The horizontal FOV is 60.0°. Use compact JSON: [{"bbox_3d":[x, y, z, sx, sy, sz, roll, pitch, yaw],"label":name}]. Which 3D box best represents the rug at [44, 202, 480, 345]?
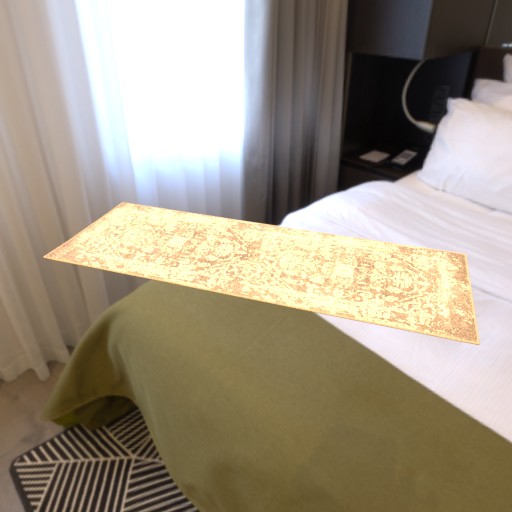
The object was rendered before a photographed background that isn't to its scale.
[{"bbox_3d":[0.000,0.000,2.712,2.452,0.017,0.855,10,33,16],"label":"rug"}]
